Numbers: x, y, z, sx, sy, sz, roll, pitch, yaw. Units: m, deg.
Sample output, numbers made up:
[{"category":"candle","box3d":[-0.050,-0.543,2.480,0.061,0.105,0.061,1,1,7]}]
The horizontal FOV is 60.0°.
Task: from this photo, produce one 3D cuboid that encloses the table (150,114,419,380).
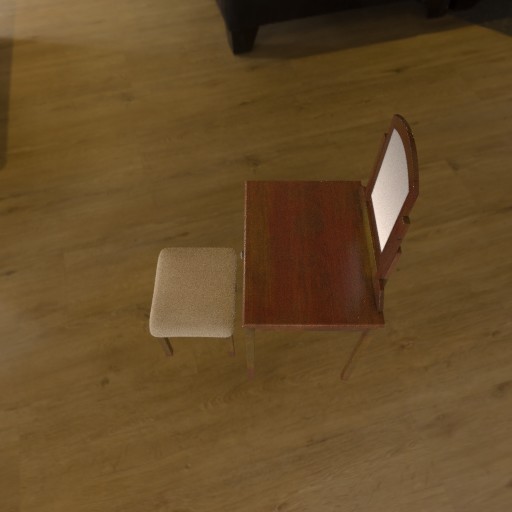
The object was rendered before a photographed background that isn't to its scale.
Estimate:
[{"category":"table","box3d":[0.000,0.000,2.316,1.211,1.631,0.876,0,58,0]}]
